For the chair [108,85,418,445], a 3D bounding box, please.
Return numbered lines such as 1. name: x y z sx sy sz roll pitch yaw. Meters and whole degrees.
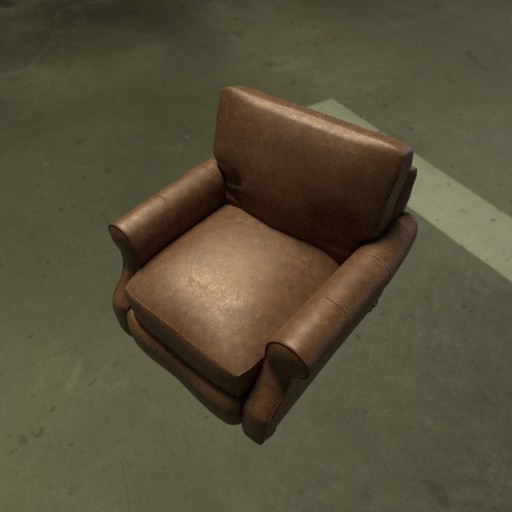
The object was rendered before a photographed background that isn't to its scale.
1. chair: 0.000 0.000 1.793 0.996 0.976 1.002 31 54 26
